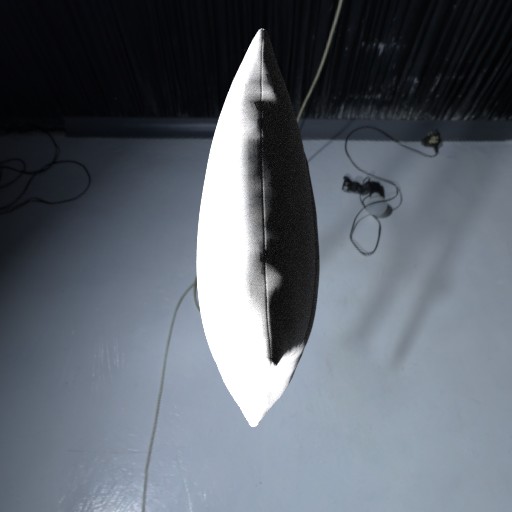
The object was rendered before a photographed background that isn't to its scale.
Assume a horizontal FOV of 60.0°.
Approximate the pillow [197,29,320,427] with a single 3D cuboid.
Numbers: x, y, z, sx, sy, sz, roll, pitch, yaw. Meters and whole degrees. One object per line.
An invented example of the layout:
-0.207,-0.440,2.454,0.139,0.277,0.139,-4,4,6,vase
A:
0.000,0.000,0.661,0.173,0.436,0.433,-1,63,0,pillow
